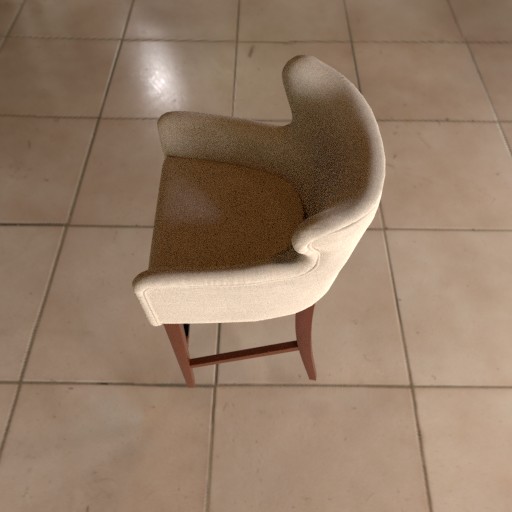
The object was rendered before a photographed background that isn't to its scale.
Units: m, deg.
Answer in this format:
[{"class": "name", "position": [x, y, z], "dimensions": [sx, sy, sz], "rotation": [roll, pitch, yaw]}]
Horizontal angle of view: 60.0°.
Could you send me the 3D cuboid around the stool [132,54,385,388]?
[{"class": "stool", "position": [0.000, 0.000, 1.378], "dimensions": [0.563, 1.034, 0.556], "rotation": [0, 58, 0]}]
